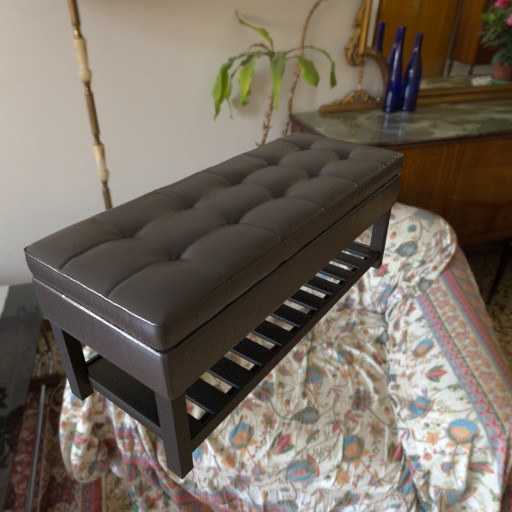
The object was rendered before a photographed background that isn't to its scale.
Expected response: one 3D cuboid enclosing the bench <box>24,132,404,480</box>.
[{"bbox_3d":[0.000,0.000,1.309,0.432,0.460,1.105,21,37,31],"label":"bench"}]
